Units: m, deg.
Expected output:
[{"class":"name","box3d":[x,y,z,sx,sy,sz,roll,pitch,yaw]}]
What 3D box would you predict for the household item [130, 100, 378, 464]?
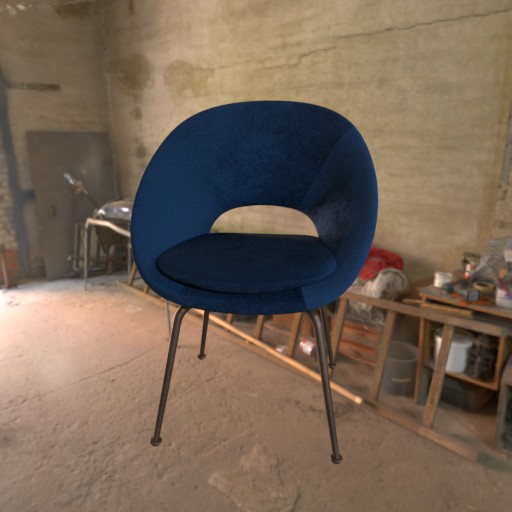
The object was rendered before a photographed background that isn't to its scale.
[{"class":"household item","box3d":[0.000,0.000,1.229,0.623,0.852,0.573,2,15,8]}]
